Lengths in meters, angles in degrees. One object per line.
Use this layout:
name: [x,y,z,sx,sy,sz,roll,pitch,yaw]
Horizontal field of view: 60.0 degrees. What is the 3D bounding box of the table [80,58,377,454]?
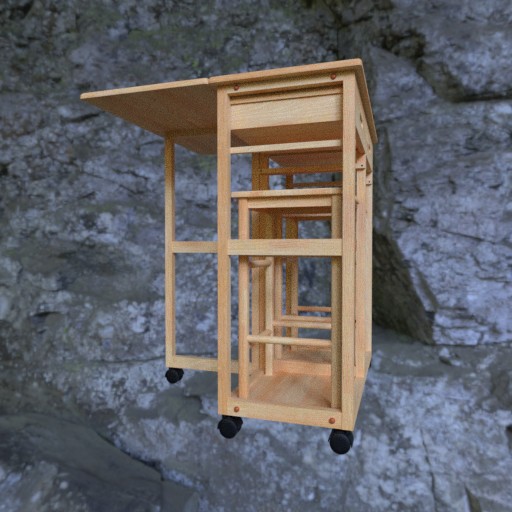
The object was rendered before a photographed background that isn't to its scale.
table: [0.000,0.000,1.375,0.693,0.832,0.752,0,1,18]
